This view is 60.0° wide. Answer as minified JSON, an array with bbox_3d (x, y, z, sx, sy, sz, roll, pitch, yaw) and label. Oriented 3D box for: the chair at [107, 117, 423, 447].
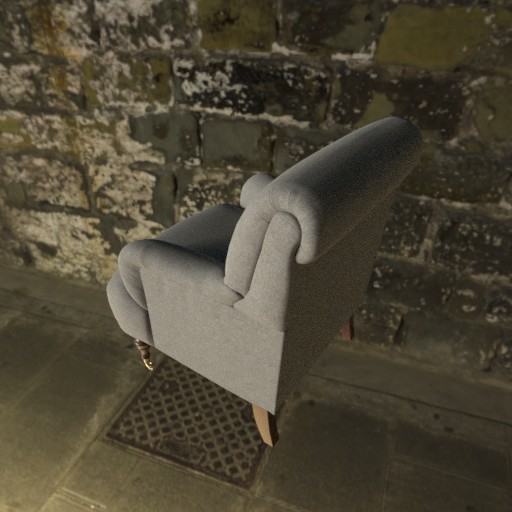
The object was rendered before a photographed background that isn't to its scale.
[{"bbox_3d":[0.000,0.000,1.576,0.843,0.942,0.766,20,37,29],"label":"chair"}]
